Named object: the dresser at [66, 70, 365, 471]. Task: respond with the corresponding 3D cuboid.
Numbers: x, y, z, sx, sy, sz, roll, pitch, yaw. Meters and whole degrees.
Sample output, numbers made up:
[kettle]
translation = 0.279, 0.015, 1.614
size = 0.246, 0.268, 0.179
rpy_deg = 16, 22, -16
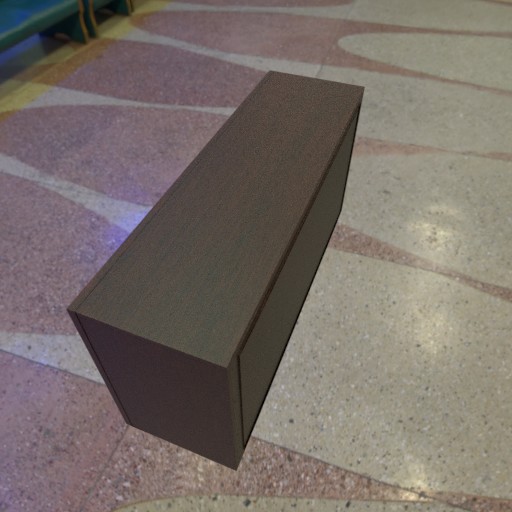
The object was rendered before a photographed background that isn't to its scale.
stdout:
[dresser]
translation = 0.000, 0.000, 2.032
size = 0.499, 0.971, 1.609
rpy_deg = 16, 49, 15
